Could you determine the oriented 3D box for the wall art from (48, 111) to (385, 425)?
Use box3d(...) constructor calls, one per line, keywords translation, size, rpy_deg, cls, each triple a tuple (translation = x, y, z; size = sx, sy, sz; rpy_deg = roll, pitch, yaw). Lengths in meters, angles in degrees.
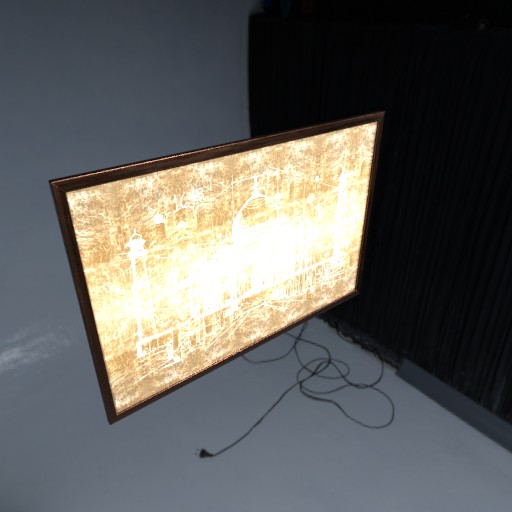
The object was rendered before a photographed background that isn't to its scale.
box3d(translation=(0.000, 0.000, 1.048), size=(0.816, 0.559, 0.014), rpy_deg=(-21, 36, -32), cls="wall art")
